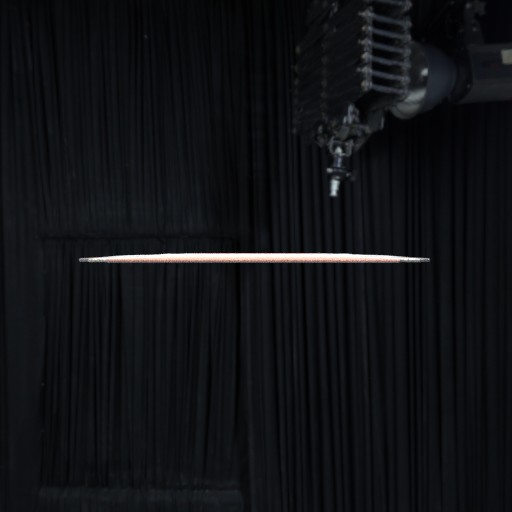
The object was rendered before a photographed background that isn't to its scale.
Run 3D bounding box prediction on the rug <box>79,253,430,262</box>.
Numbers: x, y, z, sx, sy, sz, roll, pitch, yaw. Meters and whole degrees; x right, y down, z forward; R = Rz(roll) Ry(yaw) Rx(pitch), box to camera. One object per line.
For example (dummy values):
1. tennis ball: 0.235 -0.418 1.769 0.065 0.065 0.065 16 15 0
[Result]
1. rug: 0.000 0.000 3.003 1.530 0.017 2.446 0 1 1
